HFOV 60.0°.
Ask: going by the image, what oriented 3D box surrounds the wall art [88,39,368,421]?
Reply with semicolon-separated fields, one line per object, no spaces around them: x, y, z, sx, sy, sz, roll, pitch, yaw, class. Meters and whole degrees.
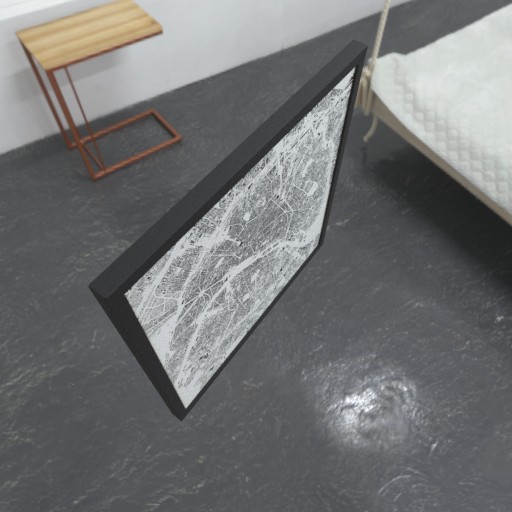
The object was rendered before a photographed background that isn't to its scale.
0.000;0.000;1.116;0.037;0.763;0.763;32;63;19;wall art
